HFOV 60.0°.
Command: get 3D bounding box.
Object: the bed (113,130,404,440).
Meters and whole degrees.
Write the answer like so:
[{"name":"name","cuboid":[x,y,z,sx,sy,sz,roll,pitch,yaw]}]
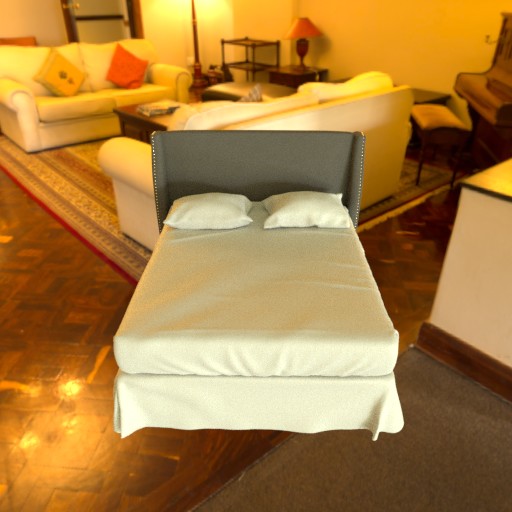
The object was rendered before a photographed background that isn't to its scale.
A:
[{"name":"bed","cuboid":[0.000,0.000,3.367,1.925,1.332,2.276,0,31,1]}]
